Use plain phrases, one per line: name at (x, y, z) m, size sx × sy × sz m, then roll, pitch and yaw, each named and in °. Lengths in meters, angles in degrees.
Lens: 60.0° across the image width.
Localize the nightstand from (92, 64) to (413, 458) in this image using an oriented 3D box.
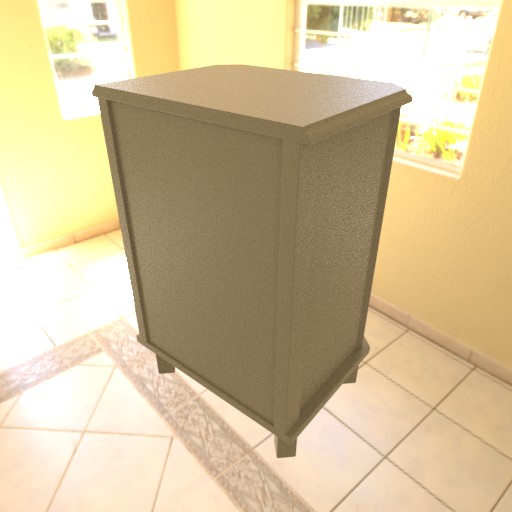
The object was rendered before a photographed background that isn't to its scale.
nightstand at (0.000, 0.000, 0.929) m, size 0.450 × 0.680 × 0.350 m, roll 23°, pitch 38°, yaw 33°
